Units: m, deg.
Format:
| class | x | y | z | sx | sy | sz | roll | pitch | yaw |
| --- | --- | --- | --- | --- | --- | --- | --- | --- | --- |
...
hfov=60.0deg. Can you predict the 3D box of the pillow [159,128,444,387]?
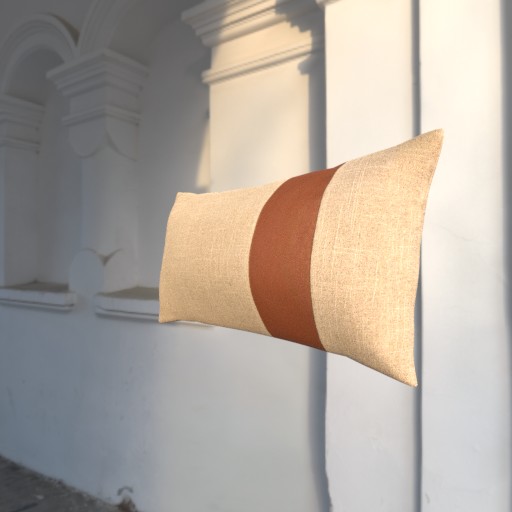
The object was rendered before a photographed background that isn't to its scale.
| class | x | y | z | sx | sy | sz | roll | pitch | yaw |
| --- | --- | --- | --- | --- | --- | --- | --- | --- | --- |
| pillow | 0.000 | 0.000 | 0.719 | 0.155 | 0.282 | 0.612 | 0 | -1 | -38 |
